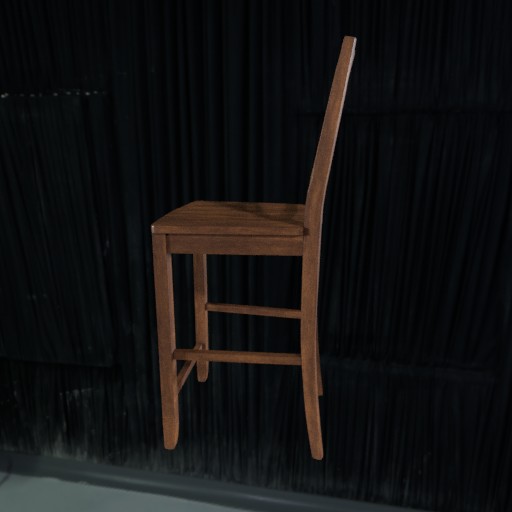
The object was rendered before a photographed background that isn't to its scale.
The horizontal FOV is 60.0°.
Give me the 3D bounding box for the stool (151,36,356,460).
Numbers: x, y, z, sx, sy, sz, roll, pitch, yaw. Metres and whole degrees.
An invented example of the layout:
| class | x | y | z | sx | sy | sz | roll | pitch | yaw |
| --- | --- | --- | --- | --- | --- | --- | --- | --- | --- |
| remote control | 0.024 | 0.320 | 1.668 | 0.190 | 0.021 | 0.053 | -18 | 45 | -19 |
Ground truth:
| class | x | y | z | sx | sy | sz | roll | pitch | yaw |
| --- | --- | --- | --- | --- | --- | --- | --- | --- | --- |
| stool | 0.000 | 0.000 | 1.311 | 0.504 | 1.098 | 0.426 | 2 | 16 | 8 |
